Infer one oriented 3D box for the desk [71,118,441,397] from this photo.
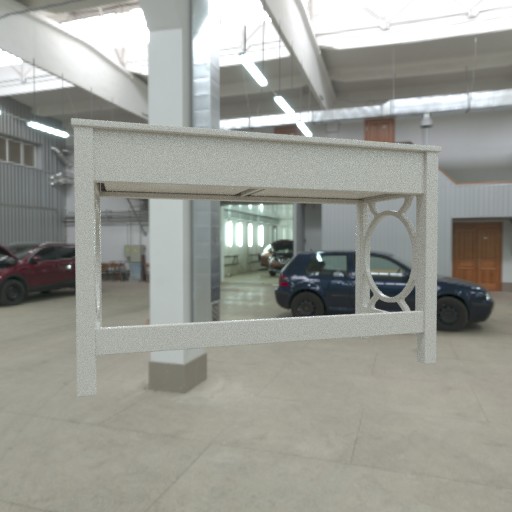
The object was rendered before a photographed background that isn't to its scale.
[{"bbox_3d":[0.000,0.000,1.612,1.191,0.762,0.504,-1,2,-17],"label":"desk"}]
